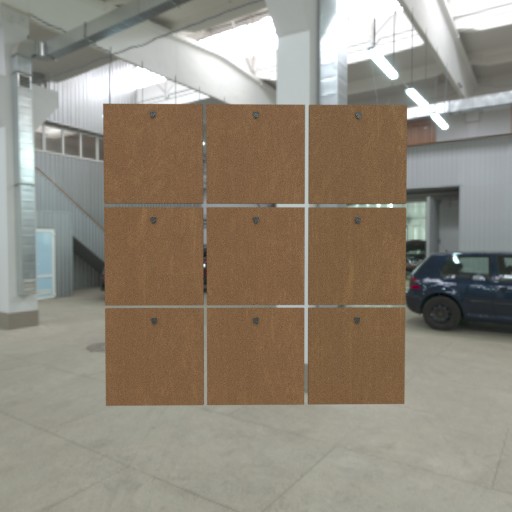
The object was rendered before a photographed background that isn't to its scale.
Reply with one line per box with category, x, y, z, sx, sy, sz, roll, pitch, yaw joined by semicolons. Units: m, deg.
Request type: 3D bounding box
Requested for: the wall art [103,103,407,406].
wall art;0.000;0.000;1.348;0.915;0.913;0.018;0;2;-1
